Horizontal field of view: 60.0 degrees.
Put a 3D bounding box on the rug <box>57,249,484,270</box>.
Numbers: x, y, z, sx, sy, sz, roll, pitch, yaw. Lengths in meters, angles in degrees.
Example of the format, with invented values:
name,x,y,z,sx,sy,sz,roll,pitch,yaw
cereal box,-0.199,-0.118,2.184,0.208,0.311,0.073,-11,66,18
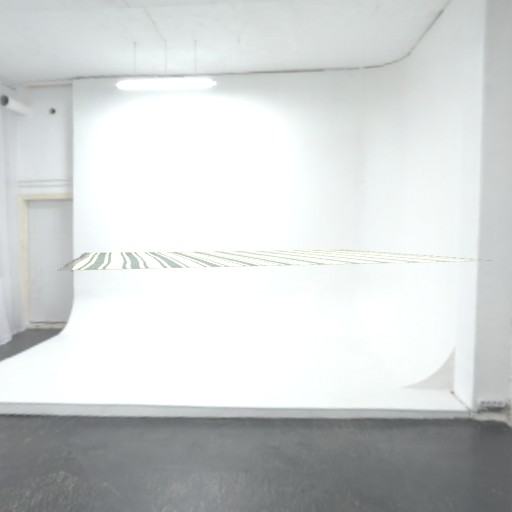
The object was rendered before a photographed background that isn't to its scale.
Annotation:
name,x,y,z,sx,sy,sz,roll,pitch,yaw
rug,0.000,0.000,4.182,3.201,0.005,2.439,-1,3,-17
